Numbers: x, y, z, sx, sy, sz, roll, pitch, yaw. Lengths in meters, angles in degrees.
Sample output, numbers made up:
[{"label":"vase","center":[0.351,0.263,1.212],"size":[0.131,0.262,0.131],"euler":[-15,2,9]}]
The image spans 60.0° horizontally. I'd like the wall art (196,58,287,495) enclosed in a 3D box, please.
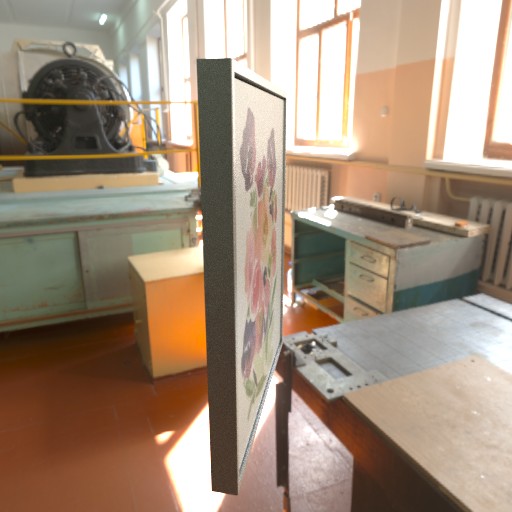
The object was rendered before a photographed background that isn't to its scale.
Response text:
[{"label":"wall art","center":[0.000,0.000,0.744],"size":[0.038,0.549,0.452],"euler":[3,16,11]}]
